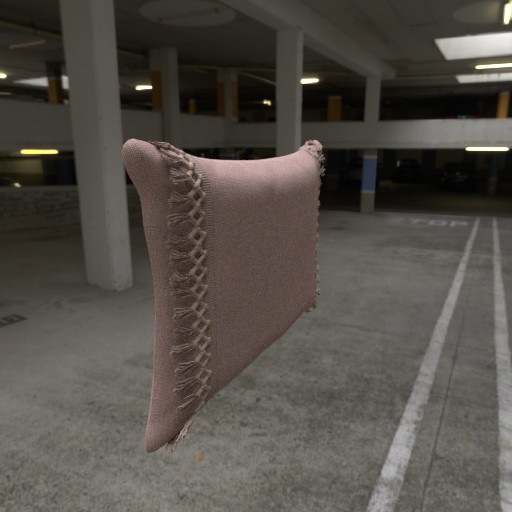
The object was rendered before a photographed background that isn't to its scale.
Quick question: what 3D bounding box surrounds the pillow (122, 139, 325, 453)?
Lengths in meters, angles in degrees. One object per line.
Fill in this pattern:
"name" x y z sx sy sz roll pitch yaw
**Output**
"pillow" 0.000 0.000 0.595 0.084 0.305 0.466 7 16 26
